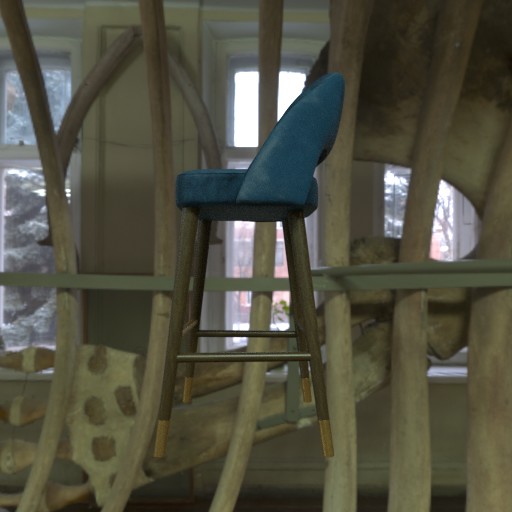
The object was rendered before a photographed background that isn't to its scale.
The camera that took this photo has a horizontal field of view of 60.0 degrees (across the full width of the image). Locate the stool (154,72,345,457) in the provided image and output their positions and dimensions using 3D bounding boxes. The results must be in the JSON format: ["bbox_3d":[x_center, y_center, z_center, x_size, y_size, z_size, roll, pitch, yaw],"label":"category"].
[{"bbox_3d":[0.000,0.000,1.346,0.515,1.016,0.514,0,-1,0],"label":"stool"}]
